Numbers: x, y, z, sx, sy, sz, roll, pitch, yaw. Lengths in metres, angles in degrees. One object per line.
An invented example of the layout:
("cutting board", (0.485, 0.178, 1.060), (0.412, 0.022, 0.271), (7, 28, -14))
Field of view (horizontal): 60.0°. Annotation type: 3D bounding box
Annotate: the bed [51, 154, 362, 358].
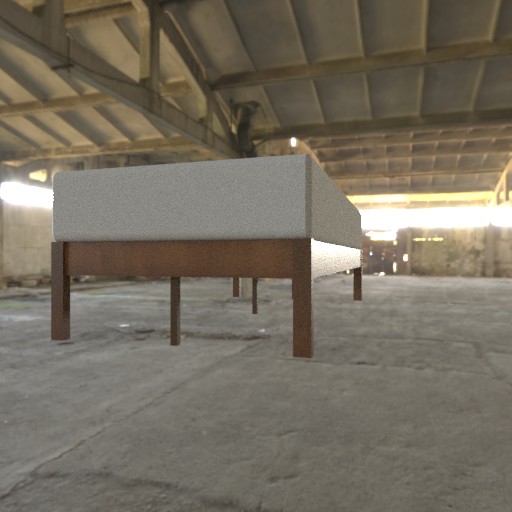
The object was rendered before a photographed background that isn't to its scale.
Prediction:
("bed", (0.000, 0.000, 2.369), (0.961, 0.616, 1.902), (0, 0, 18))
